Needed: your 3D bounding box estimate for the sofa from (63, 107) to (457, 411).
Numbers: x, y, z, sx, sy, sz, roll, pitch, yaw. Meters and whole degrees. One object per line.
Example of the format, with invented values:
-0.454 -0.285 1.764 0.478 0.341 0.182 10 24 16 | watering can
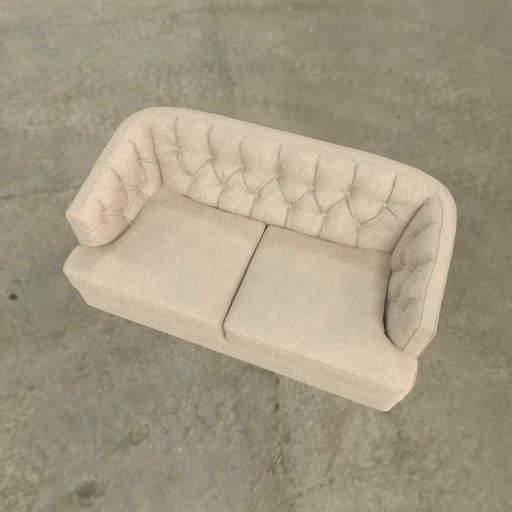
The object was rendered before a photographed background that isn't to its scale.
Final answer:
0.000 0.000 2.273 1.731 0.878 0.940 17 59 11 | sofa
